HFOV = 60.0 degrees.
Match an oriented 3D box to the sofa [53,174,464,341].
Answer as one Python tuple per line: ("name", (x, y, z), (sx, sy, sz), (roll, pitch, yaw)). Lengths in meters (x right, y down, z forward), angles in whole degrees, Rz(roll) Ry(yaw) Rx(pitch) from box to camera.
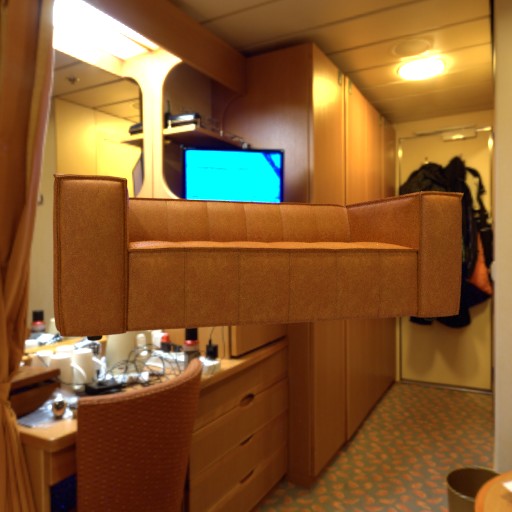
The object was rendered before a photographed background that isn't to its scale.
("sofa", (0.000, 0.000, 2.585), (2.088, 0.703, 1.102), (0, 1, -18))
